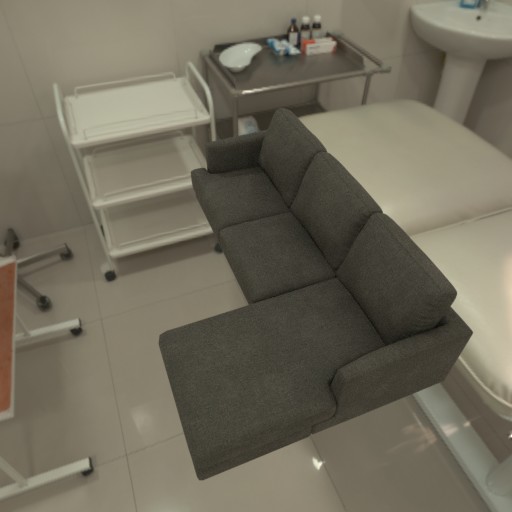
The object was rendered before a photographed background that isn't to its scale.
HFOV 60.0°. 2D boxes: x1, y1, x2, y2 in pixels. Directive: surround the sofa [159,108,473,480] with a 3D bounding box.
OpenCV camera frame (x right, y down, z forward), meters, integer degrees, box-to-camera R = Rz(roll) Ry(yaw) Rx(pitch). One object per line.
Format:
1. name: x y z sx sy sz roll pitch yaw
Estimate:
1. sofa: 0.000 0.000 2.925 1.504 0.956 2.233 -16 48 -15
